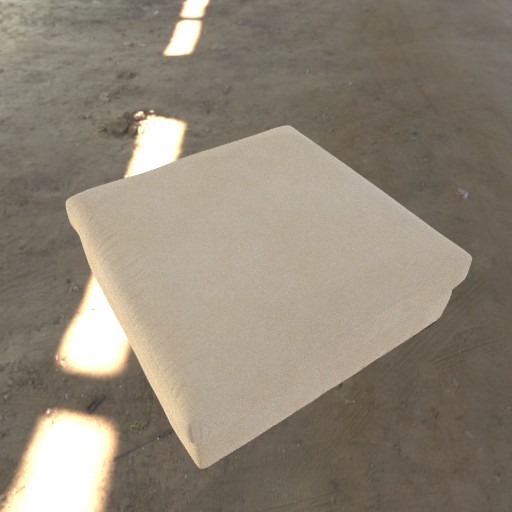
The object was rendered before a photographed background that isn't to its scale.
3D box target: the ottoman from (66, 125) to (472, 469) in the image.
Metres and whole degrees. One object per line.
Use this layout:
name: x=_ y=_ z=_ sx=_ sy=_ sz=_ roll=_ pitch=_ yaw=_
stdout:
ottoman: x=0.000 y=0.000 z=1.865 sx=1.205 sy=0.522 sz=1.190 roll=-25 pitch=50 yaw=-22
